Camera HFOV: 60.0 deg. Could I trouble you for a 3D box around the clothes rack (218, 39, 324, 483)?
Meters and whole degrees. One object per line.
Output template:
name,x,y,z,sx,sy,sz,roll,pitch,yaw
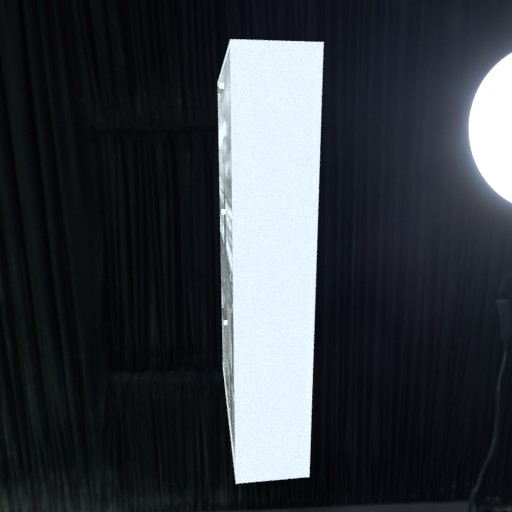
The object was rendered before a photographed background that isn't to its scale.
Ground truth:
clothes rack,0.000,0.000,1.612,0.250,1.280,0.750,-2,14,-7
